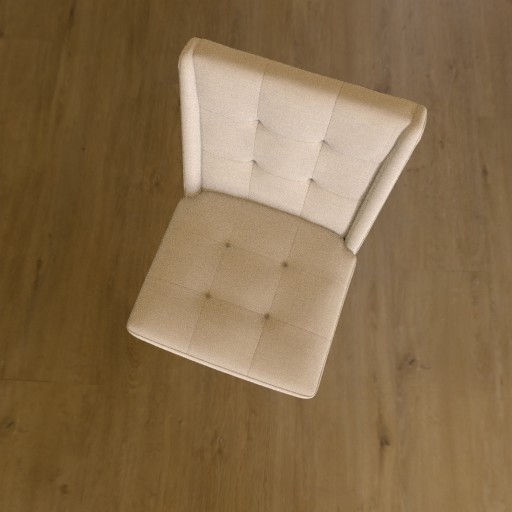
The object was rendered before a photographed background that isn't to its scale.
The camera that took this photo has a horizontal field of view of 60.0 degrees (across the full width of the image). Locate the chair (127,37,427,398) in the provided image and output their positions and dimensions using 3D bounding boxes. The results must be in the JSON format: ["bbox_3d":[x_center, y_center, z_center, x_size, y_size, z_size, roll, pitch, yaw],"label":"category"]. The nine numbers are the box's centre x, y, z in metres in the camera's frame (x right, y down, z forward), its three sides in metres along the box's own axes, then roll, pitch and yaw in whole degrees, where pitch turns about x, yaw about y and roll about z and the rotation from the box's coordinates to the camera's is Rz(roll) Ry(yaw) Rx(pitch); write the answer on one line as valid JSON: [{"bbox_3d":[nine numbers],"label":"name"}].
[{"bbox_3d":[0.000,0.000,1.291,0.569,0.853,0.676,19,76,5],"label":"chair"}]
